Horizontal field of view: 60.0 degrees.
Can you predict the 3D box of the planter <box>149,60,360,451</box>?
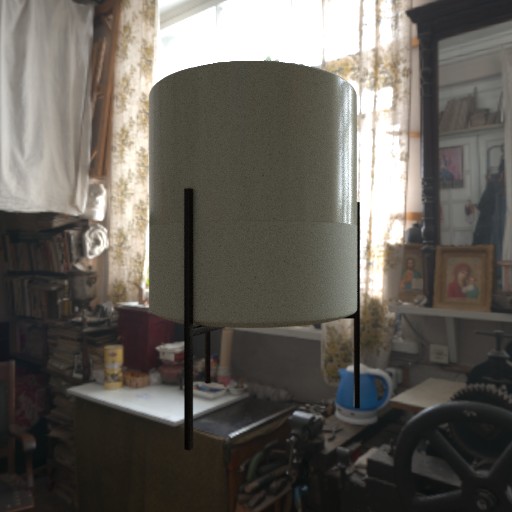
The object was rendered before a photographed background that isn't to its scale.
[{"bbox_3d":[0.000,0.000,0.687,0.323,0.475,0.314,0,0,-1],"label":"planter"}]
